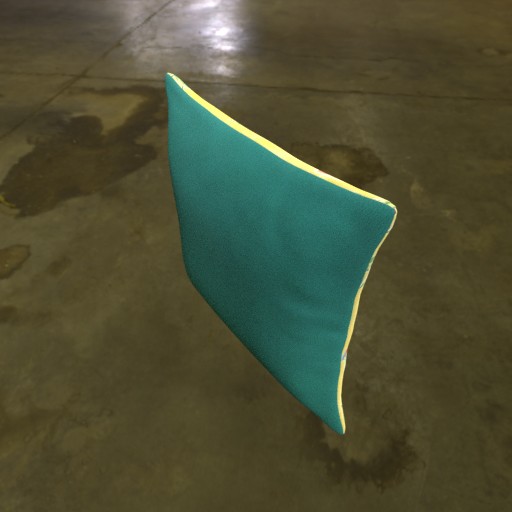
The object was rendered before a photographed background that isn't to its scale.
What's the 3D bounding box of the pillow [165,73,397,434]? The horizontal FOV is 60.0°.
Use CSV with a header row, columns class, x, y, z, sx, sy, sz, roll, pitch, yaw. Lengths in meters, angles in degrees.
class,x,y,z,sx,sy,sz,roll,pitch,yaw
pillow,0.000,0.000,0.802,0.166,0.508,0.525,-26,47,-27
